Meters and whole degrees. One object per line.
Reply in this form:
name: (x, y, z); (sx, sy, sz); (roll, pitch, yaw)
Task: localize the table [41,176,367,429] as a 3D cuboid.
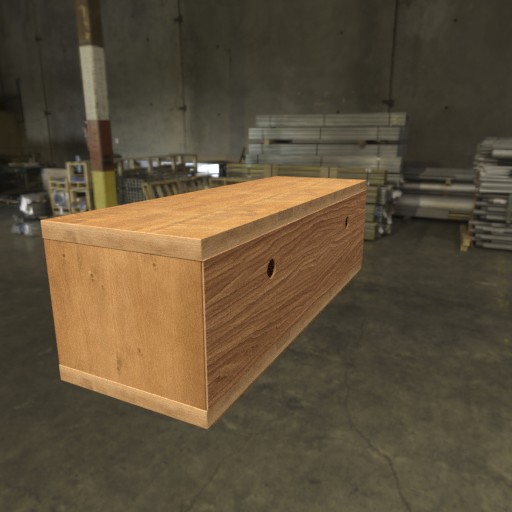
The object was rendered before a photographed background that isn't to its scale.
table: (0.000, 0.000, 1.752); (0.499, 0.491, 1.499); (7, 17, 26)
